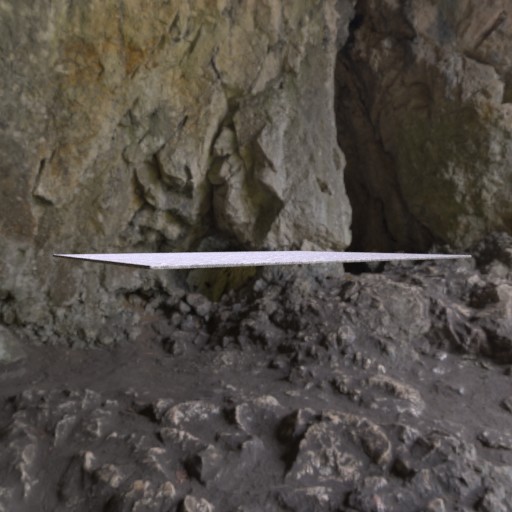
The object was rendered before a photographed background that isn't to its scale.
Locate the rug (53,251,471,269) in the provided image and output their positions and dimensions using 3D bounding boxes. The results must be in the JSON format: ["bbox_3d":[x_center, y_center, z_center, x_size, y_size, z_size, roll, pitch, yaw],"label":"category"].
[{"bbox_3d":[0.000,0.000,4.107,3.049,0.025,2.449,-1,2,-35],"label":"rug"}]
